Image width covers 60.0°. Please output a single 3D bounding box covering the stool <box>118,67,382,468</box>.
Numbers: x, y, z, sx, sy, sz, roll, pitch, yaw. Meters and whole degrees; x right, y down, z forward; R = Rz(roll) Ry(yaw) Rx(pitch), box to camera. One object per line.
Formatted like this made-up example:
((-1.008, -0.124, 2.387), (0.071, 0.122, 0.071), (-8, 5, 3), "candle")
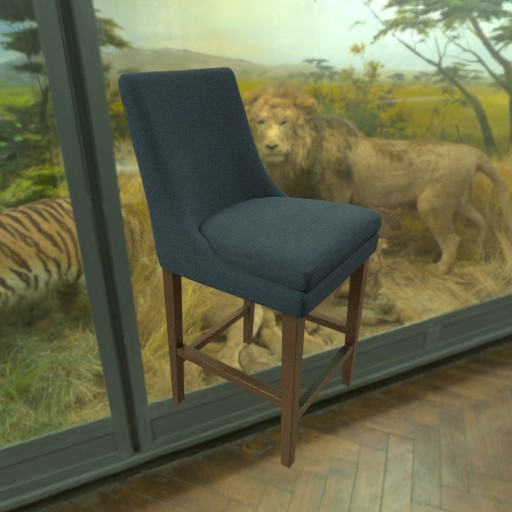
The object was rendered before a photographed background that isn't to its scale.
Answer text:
((0.000, 0.000, 1.281), (0.577, 0.981, 0.470), (17, 30, 31), "stool")
